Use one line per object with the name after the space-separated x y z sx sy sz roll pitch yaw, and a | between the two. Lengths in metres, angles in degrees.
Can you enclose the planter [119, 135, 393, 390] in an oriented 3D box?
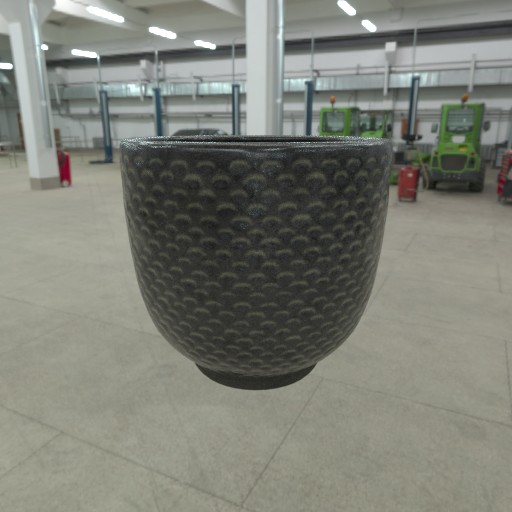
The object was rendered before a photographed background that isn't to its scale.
0.000 0.000 0.311 0.172 0.160 0.172 0 16 0 | planter
